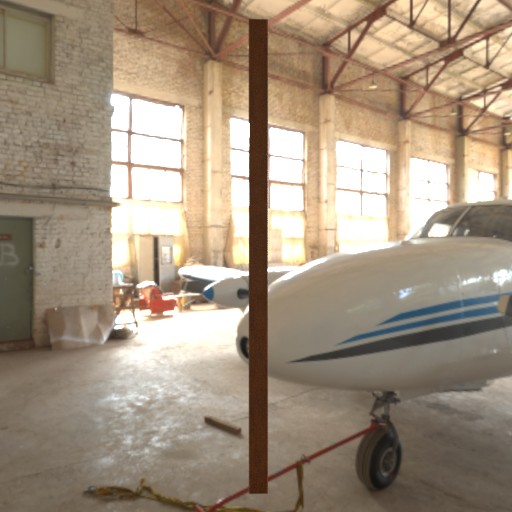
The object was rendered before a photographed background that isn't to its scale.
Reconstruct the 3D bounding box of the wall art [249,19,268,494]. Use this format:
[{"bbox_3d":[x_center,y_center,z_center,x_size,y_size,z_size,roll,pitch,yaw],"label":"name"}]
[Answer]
[{"bbox_3d":[0.000,0.000,1.157,0.037,0.914,0.610,0,1,-1],"label":"wall art"}]
